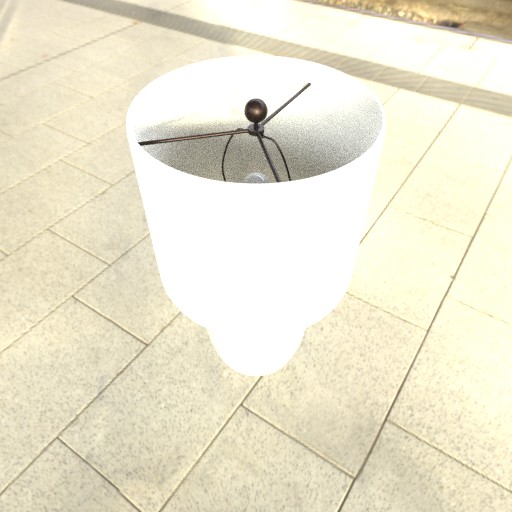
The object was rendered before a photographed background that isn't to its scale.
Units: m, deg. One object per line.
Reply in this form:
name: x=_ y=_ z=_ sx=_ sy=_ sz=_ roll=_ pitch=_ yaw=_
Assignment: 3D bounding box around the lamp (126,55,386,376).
lamp: x=0.000 y=0.000 z=0.764 sx=0.328 sy=0.570 sz=0.328 roll=0 pitch=46 yaw=0
